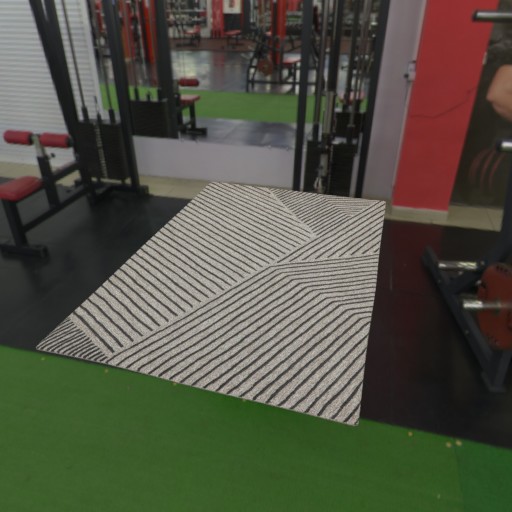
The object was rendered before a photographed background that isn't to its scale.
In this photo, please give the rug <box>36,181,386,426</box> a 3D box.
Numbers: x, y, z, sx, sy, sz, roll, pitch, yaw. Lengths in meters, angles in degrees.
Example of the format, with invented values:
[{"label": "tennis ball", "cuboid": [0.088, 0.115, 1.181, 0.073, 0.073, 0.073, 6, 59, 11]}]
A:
[{"label": "rug", "cuboid": [0.000, 0.000, 2.318, 1.237, 0.019, 1.842, 9, 32, 14]}]
